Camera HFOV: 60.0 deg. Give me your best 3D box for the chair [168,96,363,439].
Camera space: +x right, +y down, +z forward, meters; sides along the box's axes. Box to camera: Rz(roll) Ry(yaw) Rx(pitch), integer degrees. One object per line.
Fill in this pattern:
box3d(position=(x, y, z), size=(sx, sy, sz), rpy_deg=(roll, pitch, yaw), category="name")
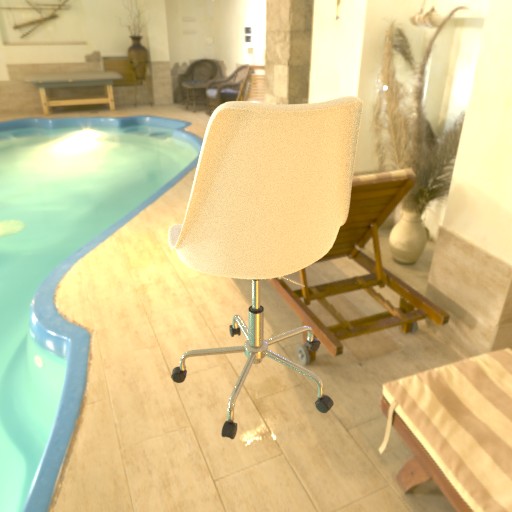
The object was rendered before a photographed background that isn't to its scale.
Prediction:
box3d(position=(0.000, 0.000, 1.289), size=(0.550, 0.930, 0.550), rpy_deg=(-9, 28, -16), category="chair")
